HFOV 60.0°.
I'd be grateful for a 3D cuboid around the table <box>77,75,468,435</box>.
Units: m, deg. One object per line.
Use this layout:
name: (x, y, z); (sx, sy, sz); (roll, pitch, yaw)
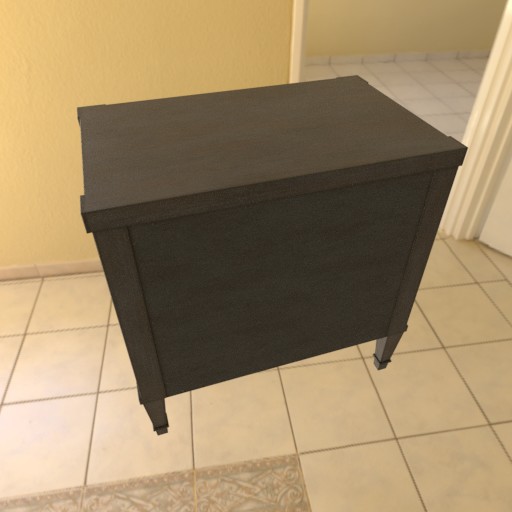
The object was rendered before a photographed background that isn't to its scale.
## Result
table: (0.000, 0.000, 1.071); (0.660, 0.660, 0.413); (-12, 42, -14)
